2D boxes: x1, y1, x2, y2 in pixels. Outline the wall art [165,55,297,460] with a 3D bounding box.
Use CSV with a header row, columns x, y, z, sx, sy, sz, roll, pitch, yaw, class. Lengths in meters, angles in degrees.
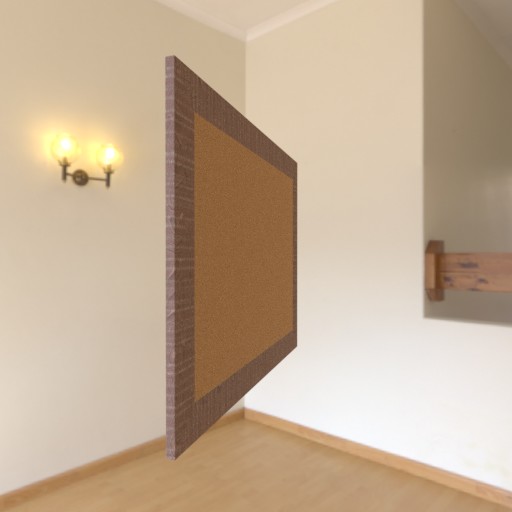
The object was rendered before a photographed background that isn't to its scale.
x,y,z,sx,sy,sz,roll,pitch,yaw,class
0.000,0.000,1.336,0.020,0.761,1.056,0,1,18,wall art
